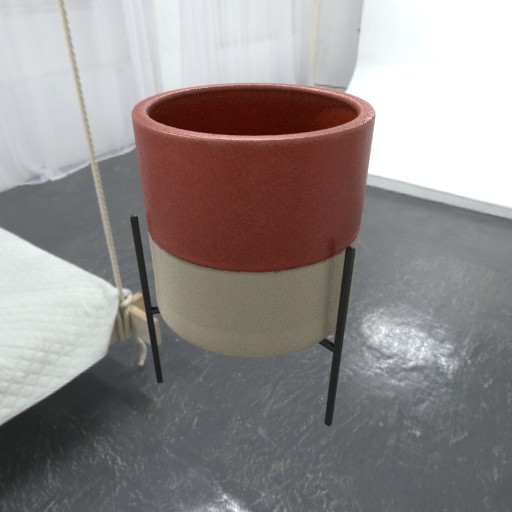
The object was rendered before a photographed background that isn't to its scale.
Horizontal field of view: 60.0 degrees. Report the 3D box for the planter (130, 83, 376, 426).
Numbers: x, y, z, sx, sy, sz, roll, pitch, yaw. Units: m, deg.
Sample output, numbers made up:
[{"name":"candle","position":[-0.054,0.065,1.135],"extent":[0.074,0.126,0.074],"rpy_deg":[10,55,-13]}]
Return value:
[{"name":"planter","position":[0.000,0.000,0.530],"extent":[0.235,0.354,0.251],"rpy_deg":[9,33,14]}]
